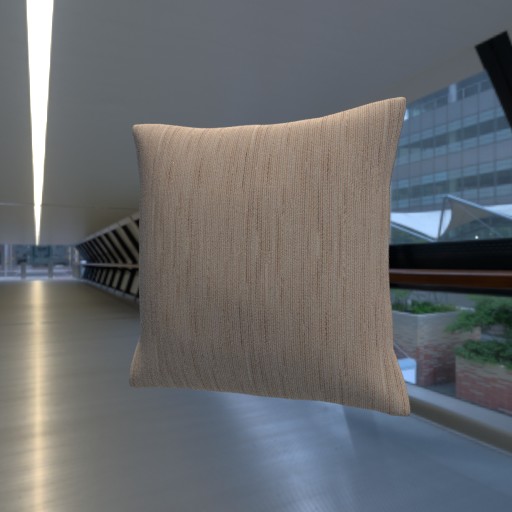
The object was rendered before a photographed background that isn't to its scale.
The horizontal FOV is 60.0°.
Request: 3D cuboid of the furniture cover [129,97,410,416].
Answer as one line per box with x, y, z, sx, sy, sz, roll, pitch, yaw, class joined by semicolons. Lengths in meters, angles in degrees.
0.000;0.000;0.778;0.512;0.506;0.178;0;0;18;furniture cover
